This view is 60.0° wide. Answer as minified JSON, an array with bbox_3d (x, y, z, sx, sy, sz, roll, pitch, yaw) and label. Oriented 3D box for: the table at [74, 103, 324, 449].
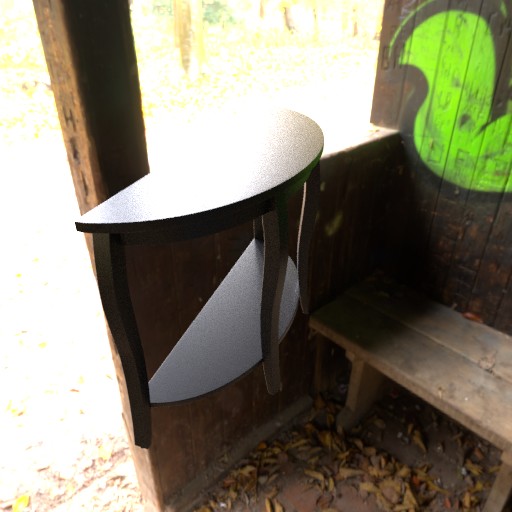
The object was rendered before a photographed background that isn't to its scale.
[{"bbox_3d":[0.000,0.000,1.576,0.394,0.780,1.219,10,32,16],"label":"table"}]
